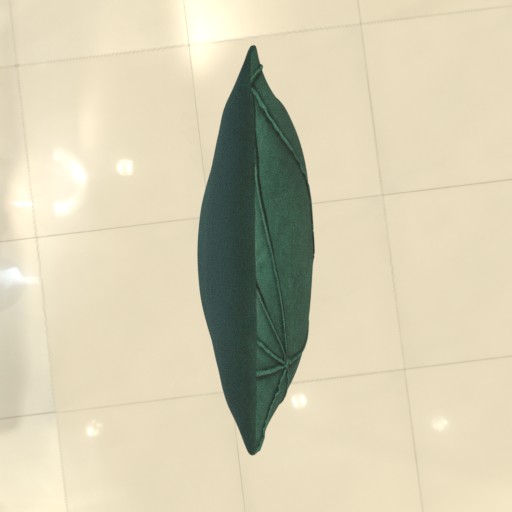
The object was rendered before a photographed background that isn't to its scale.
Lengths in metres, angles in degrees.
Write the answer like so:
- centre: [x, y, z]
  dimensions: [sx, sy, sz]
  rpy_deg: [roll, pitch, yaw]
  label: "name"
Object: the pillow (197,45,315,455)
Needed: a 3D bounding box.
- centre: [0.000, 0.000, 0.673]
  dimensions: [0.184, 0.440, 0.439]
  rpy_deg: [0, 89, 0]
  label: "pillow"
